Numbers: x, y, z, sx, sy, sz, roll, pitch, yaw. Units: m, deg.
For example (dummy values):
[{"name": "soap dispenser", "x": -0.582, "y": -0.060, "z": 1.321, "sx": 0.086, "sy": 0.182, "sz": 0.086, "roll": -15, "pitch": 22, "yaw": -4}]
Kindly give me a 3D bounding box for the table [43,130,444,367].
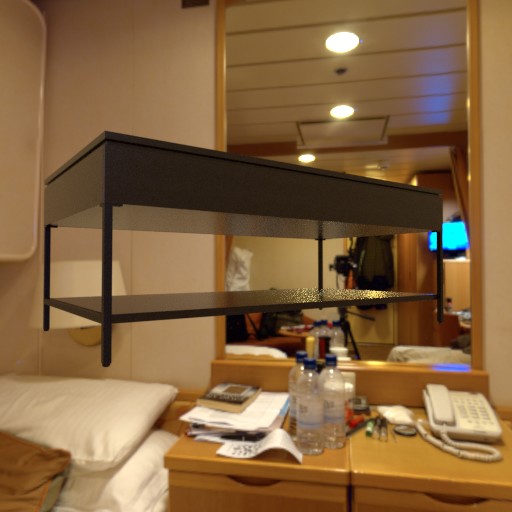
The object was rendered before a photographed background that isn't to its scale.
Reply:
[{"name": "table", "x": 0.000, "y": 0.000, "z": 1.361, "sx": 1.095, "sy": 0.435, "sz": 0.574, "roll": 1, "pitch": -2, "yaw": -36}]
